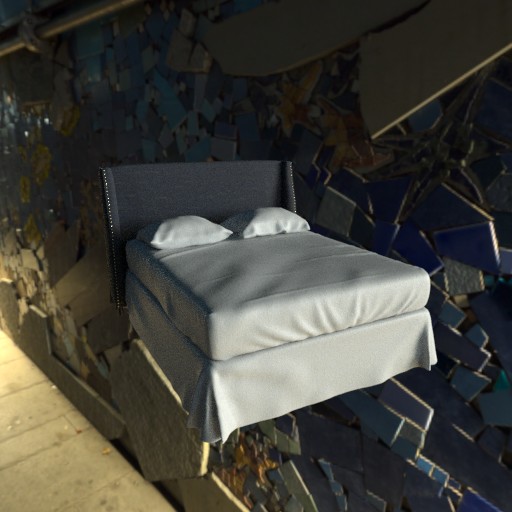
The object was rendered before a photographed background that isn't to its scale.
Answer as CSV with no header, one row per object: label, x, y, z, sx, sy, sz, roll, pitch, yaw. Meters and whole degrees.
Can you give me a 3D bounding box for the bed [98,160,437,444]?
bed,0.000,0.000,3.485,1.925,1.332,2.276,-8,18,-27
